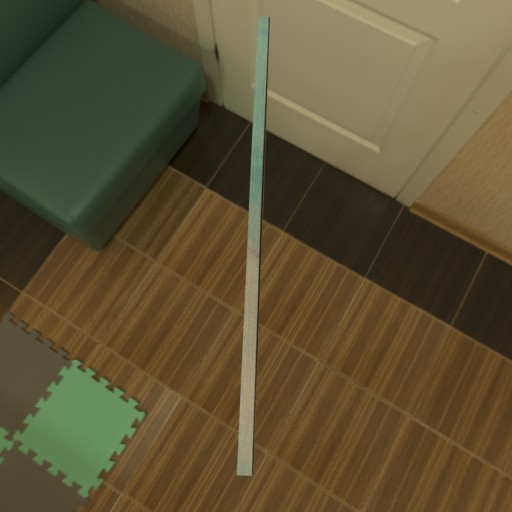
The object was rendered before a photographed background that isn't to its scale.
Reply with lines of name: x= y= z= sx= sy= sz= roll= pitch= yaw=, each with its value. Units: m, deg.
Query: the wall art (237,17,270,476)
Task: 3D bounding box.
wall art: x=0.000 y=0.000 z=0.750 sx=0.018 sy=0.402 sz=0.604 roll=2 pitch=74 yaw=1
